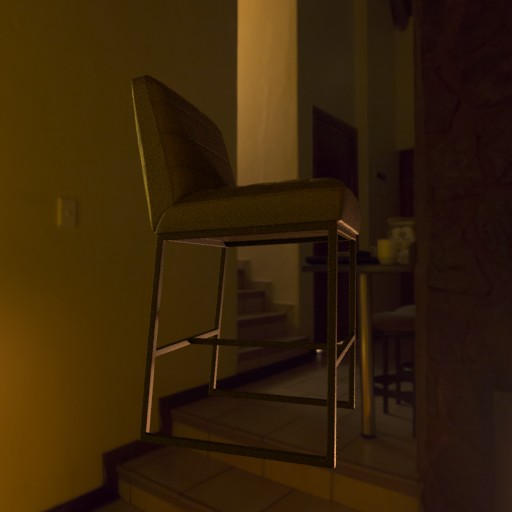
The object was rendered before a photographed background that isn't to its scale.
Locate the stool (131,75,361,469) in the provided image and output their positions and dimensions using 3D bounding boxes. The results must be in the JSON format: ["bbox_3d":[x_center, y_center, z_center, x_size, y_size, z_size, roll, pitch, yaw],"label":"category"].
[{"bbox_3d":[0.000,0.000,1.257,0.552,0.938,0.457,0,-1,18],"label":"stool"}]
